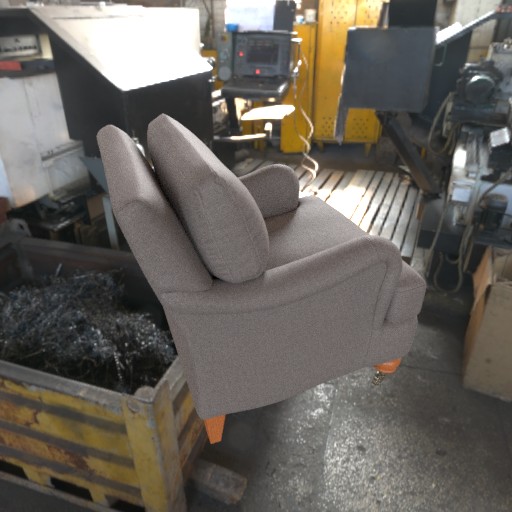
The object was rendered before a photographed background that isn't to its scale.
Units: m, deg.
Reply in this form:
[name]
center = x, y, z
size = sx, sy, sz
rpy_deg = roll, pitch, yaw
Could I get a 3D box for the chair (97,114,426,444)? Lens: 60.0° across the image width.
[chair]
center = 0.000, 0.000, 1.833
size = 1.070, 1.038, 0.955
rpy_deg = -10, 31, -18
